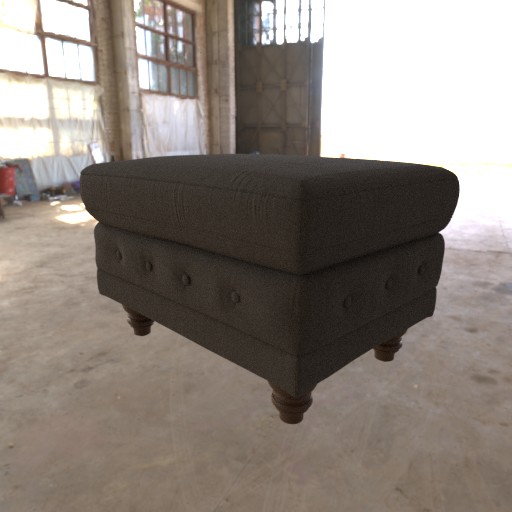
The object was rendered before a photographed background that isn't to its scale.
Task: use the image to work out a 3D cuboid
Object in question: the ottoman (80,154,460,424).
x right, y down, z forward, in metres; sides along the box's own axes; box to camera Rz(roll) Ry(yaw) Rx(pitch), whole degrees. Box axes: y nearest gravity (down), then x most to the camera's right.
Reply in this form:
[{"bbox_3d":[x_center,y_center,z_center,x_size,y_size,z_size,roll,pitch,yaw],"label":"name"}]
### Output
[{"bbox_3d":[0.000,0.000,1.127,0.569,0.500,0.771,-14,20,-43],"label":"ottoman"}]
